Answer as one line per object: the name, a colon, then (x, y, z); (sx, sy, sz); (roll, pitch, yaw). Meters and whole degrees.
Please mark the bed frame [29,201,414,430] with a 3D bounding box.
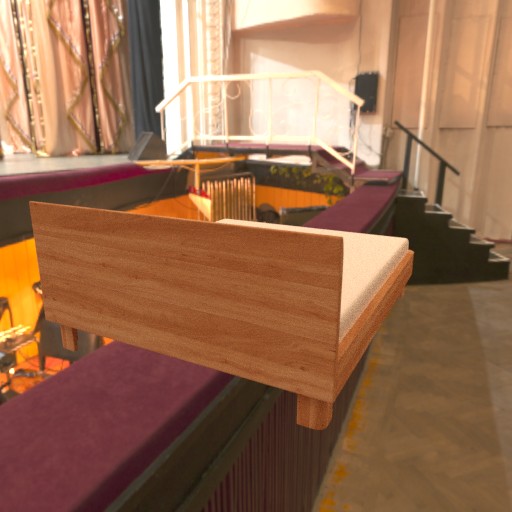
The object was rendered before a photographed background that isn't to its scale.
bed frame: (0.000, 0.000, 3.166); (1.872, 0.940, 2.092); (8, 18, 27)
